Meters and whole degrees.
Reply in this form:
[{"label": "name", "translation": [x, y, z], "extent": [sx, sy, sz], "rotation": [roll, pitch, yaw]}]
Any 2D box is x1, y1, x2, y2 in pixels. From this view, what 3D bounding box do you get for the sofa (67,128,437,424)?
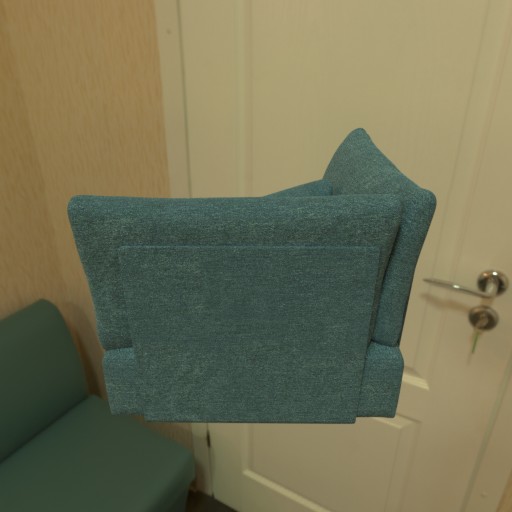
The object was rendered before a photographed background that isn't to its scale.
[{"label": "sofa", "translation": [0.000, 0.000, 1.745], "extent": [1.000, 0.820, 1.000], "rotation": [0, 27, 1]}]
